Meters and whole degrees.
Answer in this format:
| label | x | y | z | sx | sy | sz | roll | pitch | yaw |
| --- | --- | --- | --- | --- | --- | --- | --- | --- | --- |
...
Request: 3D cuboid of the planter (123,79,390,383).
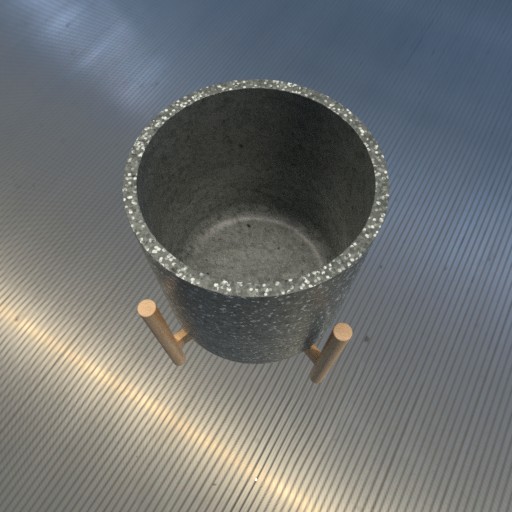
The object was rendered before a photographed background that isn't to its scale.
| label | x | y | z | sx | sy | sz | roll | pitch | yaw |
| --- | --- | --- | --- | --- | --- | --- | --- | --- | --- |
| planter | 0.000 | 0.000 | 0.694 | 0.360 | 0.419 | 0.360 | -14 | 64 | -7 |
